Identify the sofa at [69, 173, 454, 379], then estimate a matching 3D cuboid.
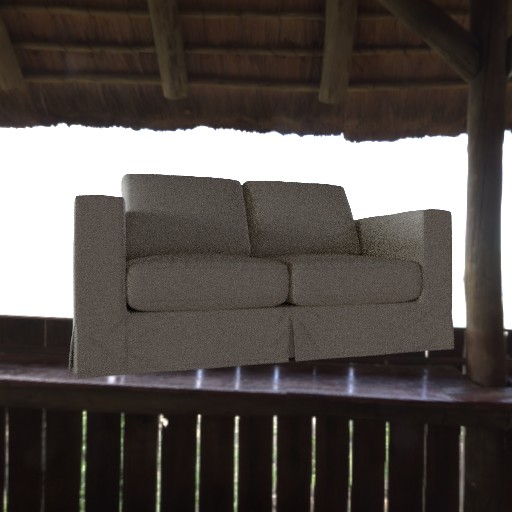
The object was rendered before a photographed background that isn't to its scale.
[{"bbox_3d":[0.000,0.000,2.420,1.813,0.932,1.009,0,0,-18],"label":"sofa"}]
